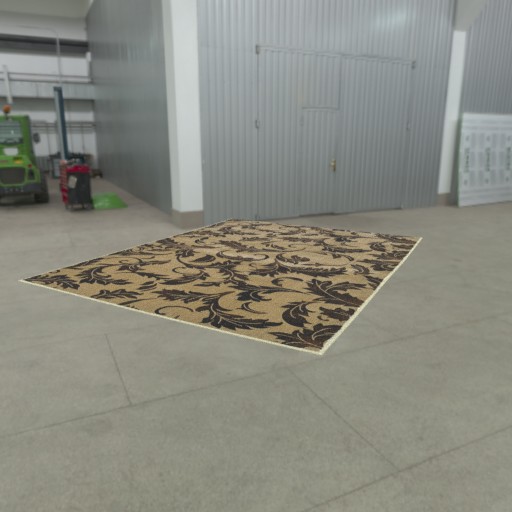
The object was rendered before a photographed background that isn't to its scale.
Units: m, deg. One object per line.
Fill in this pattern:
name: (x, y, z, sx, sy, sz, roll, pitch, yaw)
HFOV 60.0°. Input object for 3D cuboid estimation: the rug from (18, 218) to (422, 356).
rug: (0.000, 0.000, 3.946, 2.380, 0.008, 2.977, 8, 17, 28)
